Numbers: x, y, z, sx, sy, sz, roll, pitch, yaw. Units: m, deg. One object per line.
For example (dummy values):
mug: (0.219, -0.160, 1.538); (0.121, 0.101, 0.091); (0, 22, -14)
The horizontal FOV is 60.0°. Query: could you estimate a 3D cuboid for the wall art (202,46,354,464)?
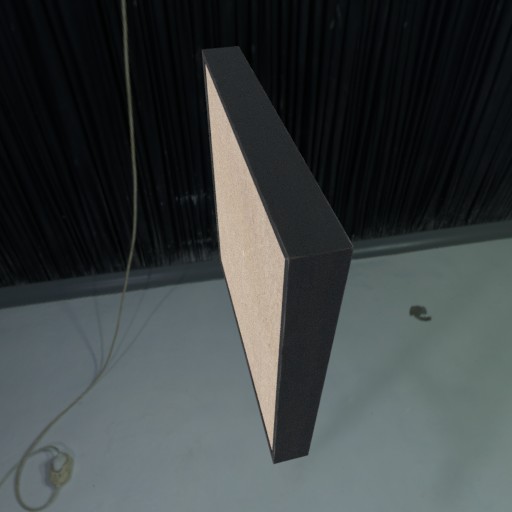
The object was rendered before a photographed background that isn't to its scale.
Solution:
wall art: (0.000, 0.000, 0.457); (0.038, 0.305, 0.305); (-10, 46, -10)
